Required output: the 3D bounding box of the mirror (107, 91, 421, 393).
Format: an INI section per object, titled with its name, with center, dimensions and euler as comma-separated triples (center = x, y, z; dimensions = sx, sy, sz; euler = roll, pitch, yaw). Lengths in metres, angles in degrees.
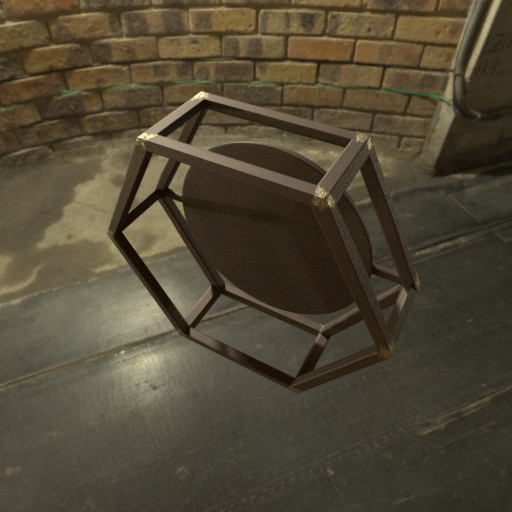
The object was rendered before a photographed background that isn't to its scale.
[mirror]
center = 0.000, 0.000, 0.550
dimensions = 0.380, 0.334, 0.119
euler = 22, 50, 20
